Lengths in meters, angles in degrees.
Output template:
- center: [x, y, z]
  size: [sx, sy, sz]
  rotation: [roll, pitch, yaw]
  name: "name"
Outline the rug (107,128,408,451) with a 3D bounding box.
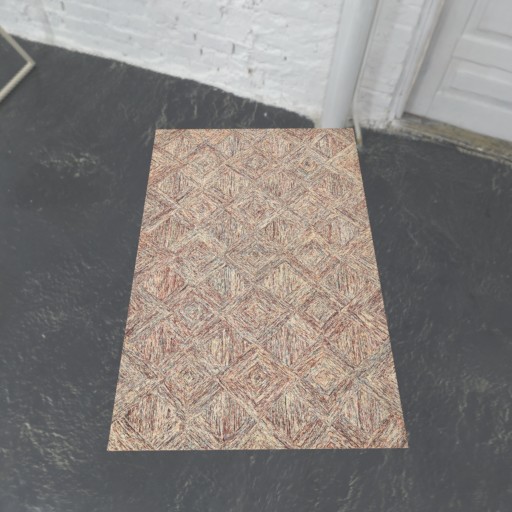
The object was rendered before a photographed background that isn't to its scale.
- center: [0.000, 0.000, 2.831]
  size: [1.523, 0.019, 2.285]
  rotation: [0, 59, 0]
  name: "rug"
